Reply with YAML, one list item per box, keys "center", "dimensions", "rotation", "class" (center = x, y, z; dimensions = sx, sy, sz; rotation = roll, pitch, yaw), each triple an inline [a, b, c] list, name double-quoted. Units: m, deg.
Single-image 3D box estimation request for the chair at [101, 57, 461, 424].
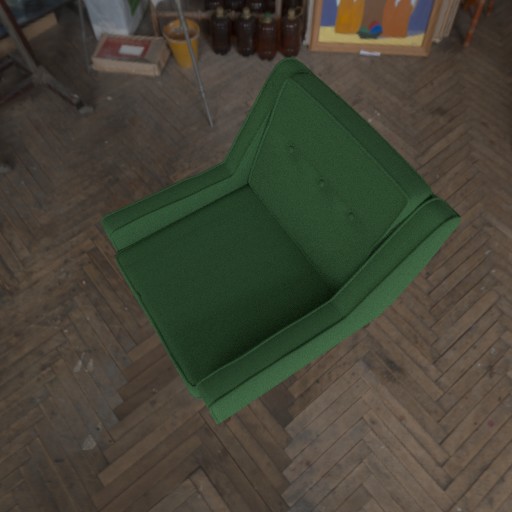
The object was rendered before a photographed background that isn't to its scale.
- center: [0.000, 0.000, 1.358]
  dimensions: [0.743, 0.792, 0.663]
  rotation: [-30, 66, -15]
  class: "chair"
